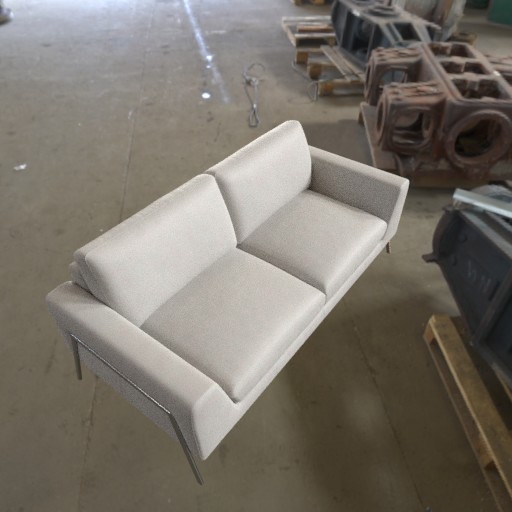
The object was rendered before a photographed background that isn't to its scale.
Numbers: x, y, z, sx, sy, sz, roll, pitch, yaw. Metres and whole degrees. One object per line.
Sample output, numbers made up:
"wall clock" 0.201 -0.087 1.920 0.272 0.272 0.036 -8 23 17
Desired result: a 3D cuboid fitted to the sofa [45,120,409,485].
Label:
"sofa" 0.000 0.000 2.530 0.953 0.875 2.017 27 48 27
